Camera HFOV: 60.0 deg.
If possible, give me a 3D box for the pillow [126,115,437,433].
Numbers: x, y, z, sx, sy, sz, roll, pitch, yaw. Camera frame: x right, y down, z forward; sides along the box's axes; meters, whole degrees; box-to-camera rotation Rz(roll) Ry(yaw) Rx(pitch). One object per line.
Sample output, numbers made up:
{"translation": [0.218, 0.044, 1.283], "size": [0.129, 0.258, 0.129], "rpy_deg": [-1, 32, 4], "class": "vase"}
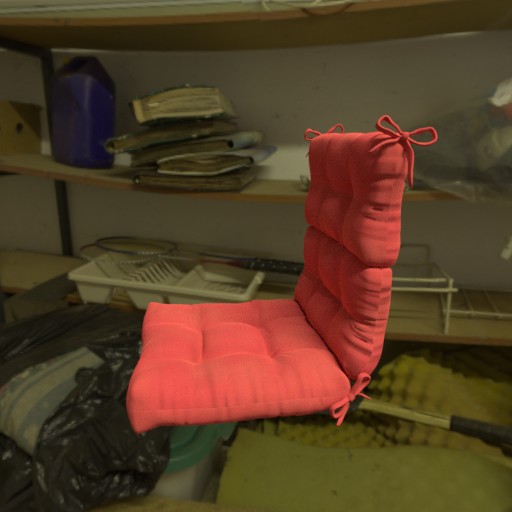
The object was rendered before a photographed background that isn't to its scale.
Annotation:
{"translation": [0.000, 0.000, 1.025], "size": [0.571, 0.605, 0.519], "rpy_deg": [-2, 15, -9], "class": "pillow"}
